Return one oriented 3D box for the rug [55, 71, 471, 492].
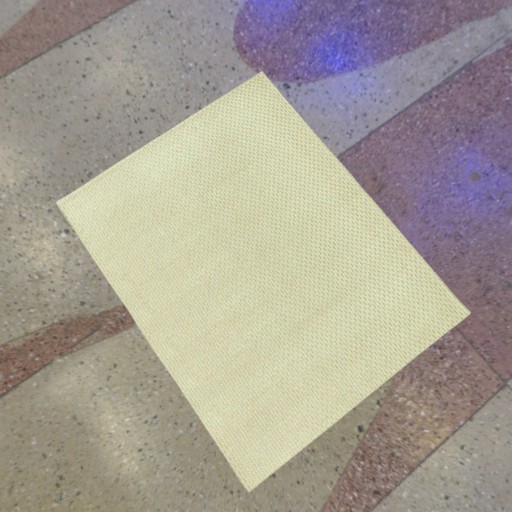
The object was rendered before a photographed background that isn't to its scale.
[{"bbox_3d":[0.000,0.000,3.785,2.277,0.035,2.897,-36,78,-9],"label":"rug"}]
